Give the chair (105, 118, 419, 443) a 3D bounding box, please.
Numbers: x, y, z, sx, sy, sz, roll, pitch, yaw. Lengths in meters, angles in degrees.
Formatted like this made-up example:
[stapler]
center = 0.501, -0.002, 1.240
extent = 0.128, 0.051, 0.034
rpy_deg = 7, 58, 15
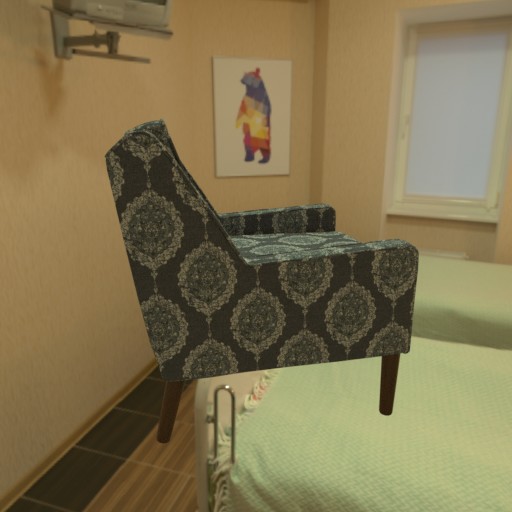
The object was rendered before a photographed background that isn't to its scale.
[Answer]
[chair]
center = 0.000, 0.000, 1.343
extent = 0.743, 0.792, 0.663
rpy_deg = -3, 16, -10
